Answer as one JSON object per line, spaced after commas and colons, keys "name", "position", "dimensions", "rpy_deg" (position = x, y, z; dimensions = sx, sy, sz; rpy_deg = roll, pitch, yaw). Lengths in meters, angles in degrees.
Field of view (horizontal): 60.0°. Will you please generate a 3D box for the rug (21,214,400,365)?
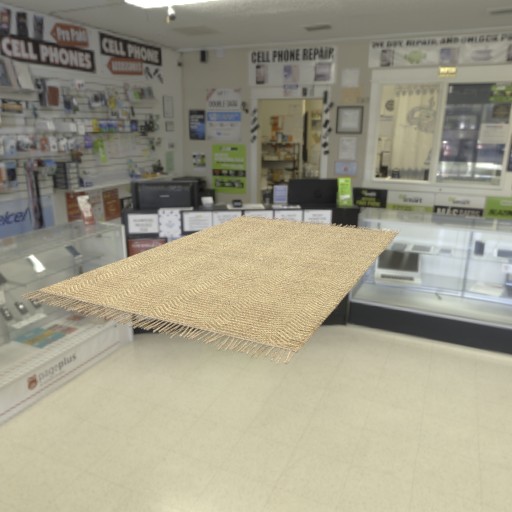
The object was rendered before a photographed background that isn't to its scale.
{"name": "rug", "position": [0.000, 0.000, 3.070], "dimensions": [1.528, 0.034, 2.523], "rpy_deg": [8, 18, 26]}
